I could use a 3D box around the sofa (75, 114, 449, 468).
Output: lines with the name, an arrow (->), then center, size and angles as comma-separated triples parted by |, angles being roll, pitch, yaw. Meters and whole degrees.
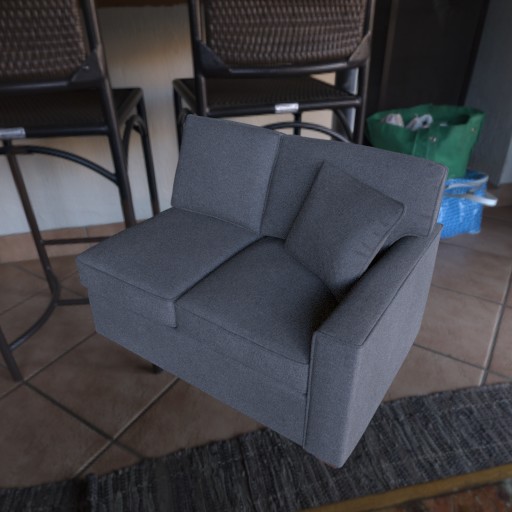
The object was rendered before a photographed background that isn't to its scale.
sofa -> 0.000, 0.000, 2.026 | 1.388, 0.989, 0.991 | 19, 35, 29
